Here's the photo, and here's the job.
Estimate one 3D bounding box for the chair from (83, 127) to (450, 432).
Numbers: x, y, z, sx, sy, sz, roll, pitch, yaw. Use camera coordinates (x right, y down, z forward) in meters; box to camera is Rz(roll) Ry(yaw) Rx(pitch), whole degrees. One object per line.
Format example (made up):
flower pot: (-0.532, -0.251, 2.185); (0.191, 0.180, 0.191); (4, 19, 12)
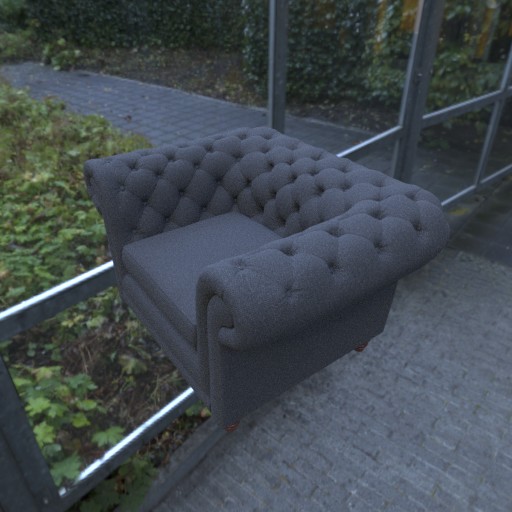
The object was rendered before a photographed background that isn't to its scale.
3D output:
chair: (0.000, 0.000, 1.906); (0.976, 0.770, 1.270); (-22, 39, -30)
